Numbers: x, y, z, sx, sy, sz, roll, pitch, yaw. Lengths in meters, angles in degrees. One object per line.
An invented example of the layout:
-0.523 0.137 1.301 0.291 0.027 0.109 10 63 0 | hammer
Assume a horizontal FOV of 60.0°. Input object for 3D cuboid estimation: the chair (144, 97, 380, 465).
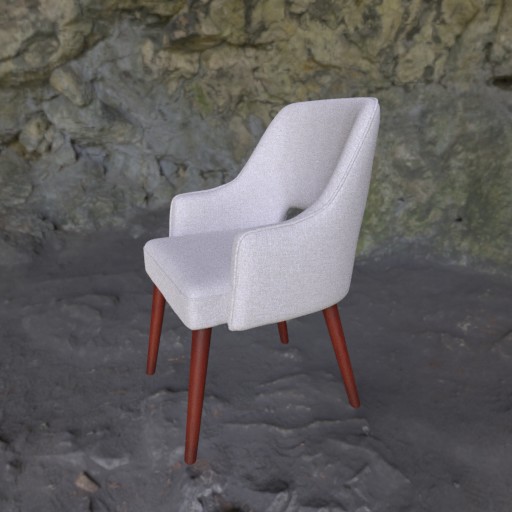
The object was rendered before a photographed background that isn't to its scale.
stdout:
0.000 0.000 1.239 0.580 0.840 0.560 -8 19 -24 | chair
